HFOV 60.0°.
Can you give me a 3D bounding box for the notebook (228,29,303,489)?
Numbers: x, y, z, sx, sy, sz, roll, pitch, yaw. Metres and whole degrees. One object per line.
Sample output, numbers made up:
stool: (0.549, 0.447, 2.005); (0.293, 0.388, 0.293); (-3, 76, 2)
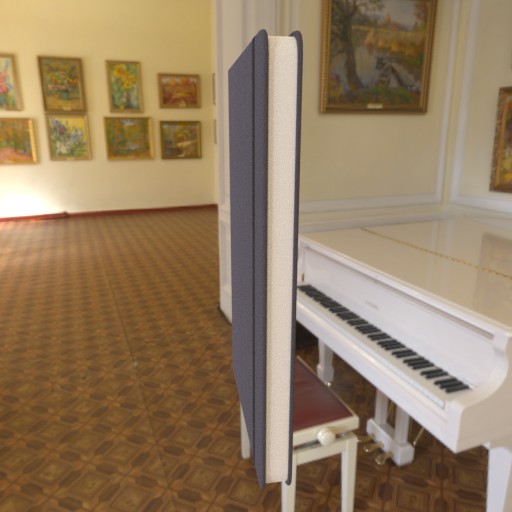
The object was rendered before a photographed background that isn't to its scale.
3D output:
notebook: (0.000, 0.000, 0.253); (0.016, 0.213, 0.127); (-3, 16, -9)
